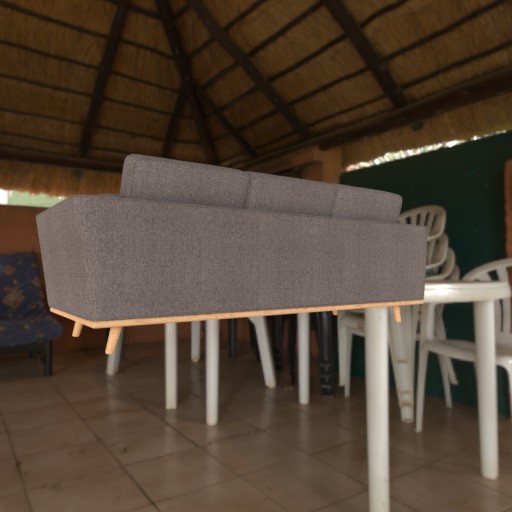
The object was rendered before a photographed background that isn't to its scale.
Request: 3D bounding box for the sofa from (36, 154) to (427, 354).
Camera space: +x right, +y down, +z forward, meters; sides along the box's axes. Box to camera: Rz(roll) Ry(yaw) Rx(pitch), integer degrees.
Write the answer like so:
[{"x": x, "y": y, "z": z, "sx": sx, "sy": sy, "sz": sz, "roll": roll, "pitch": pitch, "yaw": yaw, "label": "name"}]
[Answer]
[{"x": 0.000, "y": 0.000, "z": 2.759, "sx": 2.362, "sy": 0.899, "sz": 0.903, "roll": 1, "pitch": -2, "yaw": -35, "label": "sofa"}]
